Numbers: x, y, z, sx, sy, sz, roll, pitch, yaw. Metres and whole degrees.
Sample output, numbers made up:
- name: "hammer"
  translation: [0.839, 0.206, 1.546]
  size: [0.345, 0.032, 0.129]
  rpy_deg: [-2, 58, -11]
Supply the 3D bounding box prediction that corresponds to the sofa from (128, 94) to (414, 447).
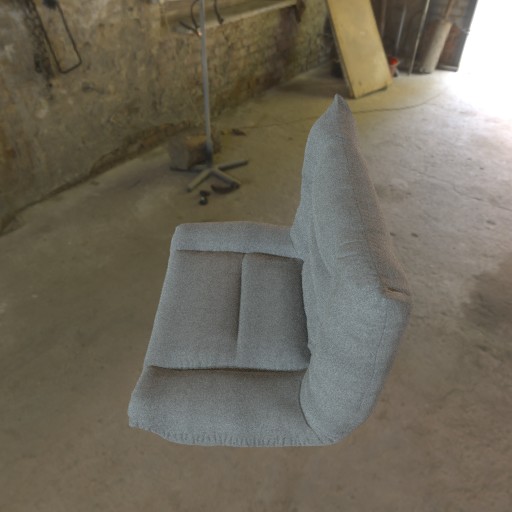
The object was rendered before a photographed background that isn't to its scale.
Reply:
- name: "sofa"
  translation: [0.000, 0.000, 1.669]
  size: [0.847, 0.795, 1.144]
  rpy_deg: [1, 41, 1]
